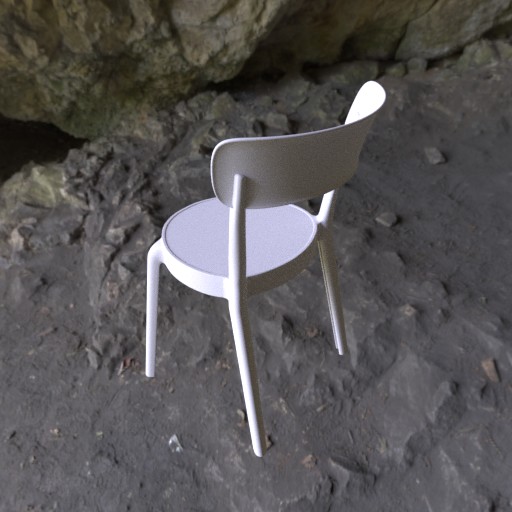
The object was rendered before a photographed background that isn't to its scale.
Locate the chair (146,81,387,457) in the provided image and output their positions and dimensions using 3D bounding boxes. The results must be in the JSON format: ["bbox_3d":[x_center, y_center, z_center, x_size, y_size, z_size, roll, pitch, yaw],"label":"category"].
[{"bbox_3d":[0.000,0.000,1.109,0.491,0.790,0.506,23,40,30],"label":"chair"}]
